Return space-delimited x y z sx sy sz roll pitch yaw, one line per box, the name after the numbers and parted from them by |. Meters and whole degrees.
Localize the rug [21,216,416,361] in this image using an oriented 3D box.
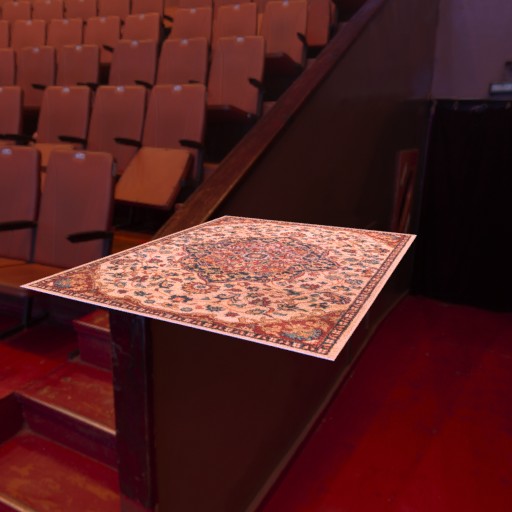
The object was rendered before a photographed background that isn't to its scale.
0.000 0.000 4.135 2.454 0.005 3.067 8 18 26 | rug
